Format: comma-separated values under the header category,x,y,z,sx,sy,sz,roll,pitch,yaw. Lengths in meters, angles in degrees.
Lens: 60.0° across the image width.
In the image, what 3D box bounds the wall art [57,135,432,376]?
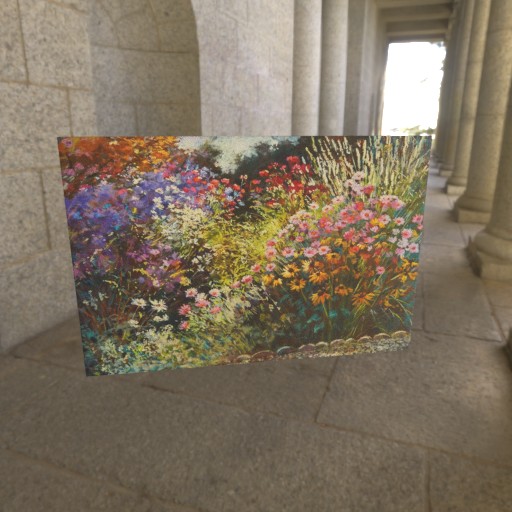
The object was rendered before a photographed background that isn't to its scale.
category,x,y,z,sx,sy,sz,roll,pitch,yaw
wall art,0.000,0.000,1.455,1.136,0.760,0.042,-3,17,-9
